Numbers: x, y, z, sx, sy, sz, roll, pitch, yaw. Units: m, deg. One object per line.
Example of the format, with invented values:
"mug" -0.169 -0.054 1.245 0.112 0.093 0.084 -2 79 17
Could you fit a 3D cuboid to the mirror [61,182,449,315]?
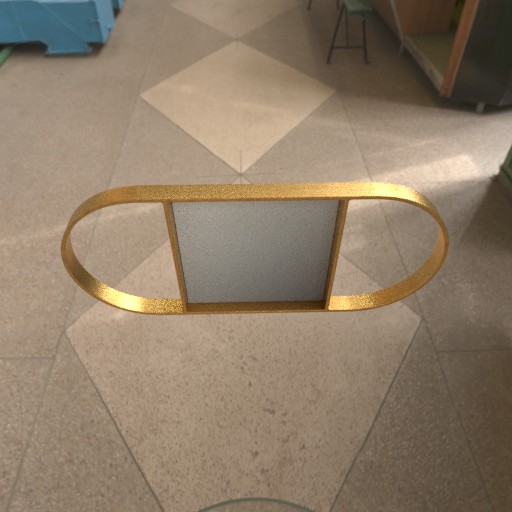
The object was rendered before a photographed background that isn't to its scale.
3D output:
"mirror" 0.000 0.000 0.691 0.584 0.254 0.032 -1 46 -1
